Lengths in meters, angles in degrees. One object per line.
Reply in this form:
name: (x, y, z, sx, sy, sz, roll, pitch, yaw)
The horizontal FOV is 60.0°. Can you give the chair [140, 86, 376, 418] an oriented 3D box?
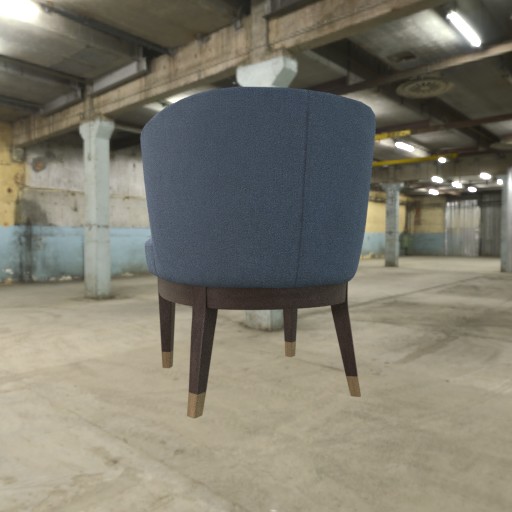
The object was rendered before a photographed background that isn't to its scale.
chair: (0.000, 0.000, 1.313, 0.661, 0.760, 0.702, -1, 2, -19)
